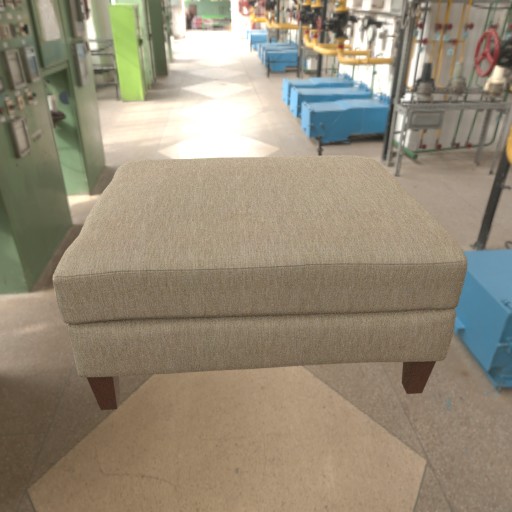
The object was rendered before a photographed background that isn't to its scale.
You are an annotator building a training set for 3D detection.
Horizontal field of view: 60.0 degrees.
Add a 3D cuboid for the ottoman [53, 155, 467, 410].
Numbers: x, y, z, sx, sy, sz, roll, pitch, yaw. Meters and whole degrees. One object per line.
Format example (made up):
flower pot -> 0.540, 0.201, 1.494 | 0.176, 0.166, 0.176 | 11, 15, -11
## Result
ottoman -> 0.000, 0.000, 1.438 | 0.976, 0.492, 0.836 | -2, 30, -3
